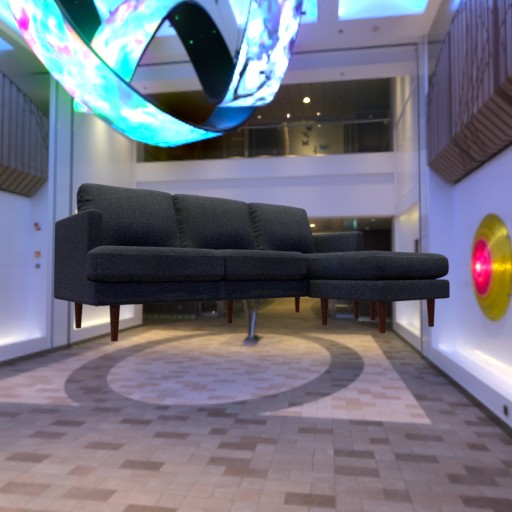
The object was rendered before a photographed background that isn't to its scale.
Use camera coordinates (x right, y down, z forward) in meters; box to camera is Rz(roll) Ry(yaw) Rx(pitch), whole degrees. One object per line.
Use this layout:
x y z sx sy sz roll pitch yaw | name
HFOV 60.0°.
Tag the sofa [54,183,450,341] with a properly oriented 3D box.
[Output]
0.000 0.000 2.981 2.233 0.956 1.504 2 -3 -37 | sofa
